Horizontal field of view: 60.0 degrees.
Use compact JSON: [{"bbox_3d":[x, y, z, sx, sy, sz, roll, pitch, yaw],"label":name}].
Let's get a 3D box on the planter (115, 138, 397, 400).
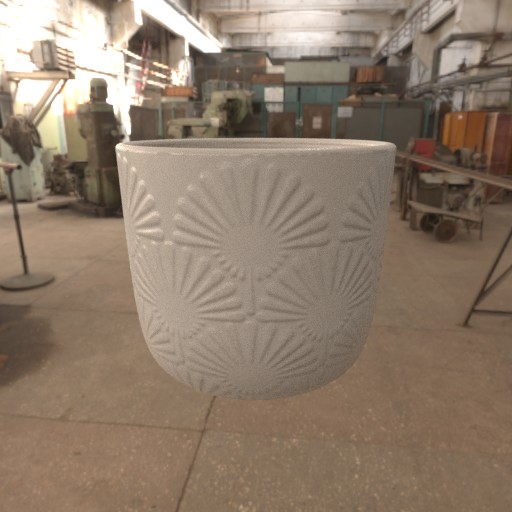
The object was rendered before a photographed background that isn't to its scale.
[{"bbox_3d":[0.000,0.000,0.219,0.124,0.109,0.124,0,17,0],"label":"planter"}]
